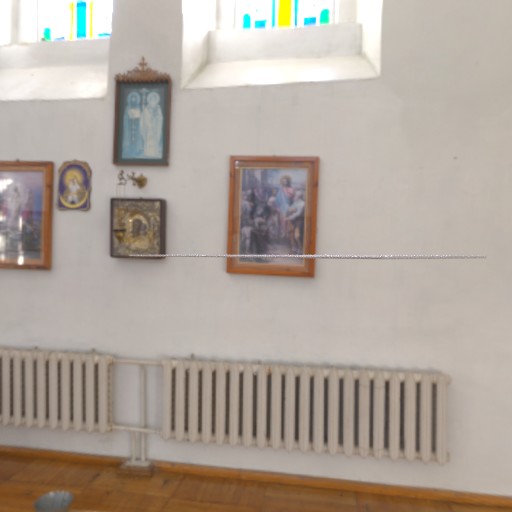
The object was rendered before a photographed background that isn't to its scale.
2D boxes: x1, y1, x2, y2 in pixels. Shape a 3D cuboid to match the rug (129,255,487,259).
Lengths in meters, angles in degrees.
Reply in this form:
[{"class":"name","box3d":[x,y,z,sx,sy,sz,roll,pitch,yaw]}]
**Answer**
[{"class":"rug","box3d":[0.000,0.000,2.530,0.666,0.011,2.294,0,0,-36]}]
